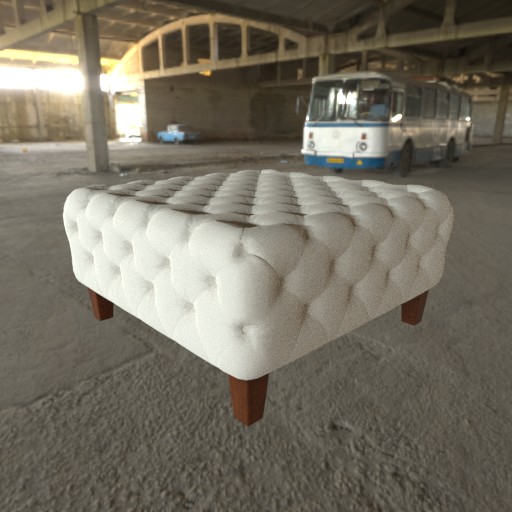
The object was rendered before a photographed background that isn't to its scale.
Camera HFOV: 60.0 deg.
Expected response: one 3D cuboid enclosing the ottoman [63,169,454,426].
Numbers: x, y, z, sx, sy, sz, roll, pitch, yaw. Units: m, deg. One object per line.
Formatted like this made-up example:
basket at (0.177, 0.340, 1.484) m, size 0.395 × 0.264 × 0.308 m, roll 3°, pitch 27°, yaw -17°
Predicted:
ottoman at (0.000, 0.000, 1.200) m, size 0.755 × 0.376 × 0.753 m, roll -15°, pitch 23°, yaw -41°
